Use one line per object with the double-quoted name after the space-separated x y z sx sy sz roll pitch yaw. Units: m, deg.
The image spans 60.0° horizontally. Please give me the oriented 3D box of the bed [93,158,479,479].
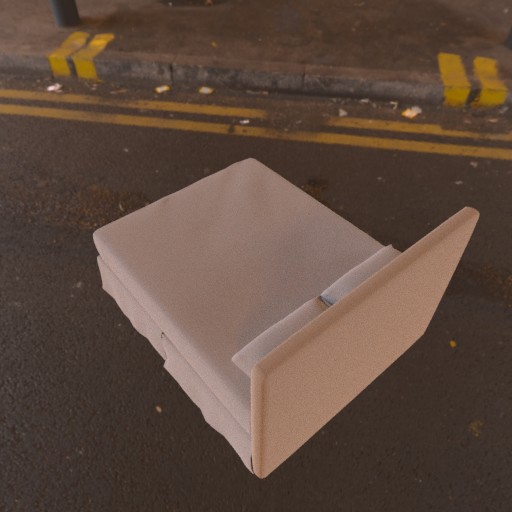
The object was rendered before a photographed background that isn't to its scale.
0.000 0.000 3.226 1.748 1.330 2.142 -31 53 -27 "bed"
